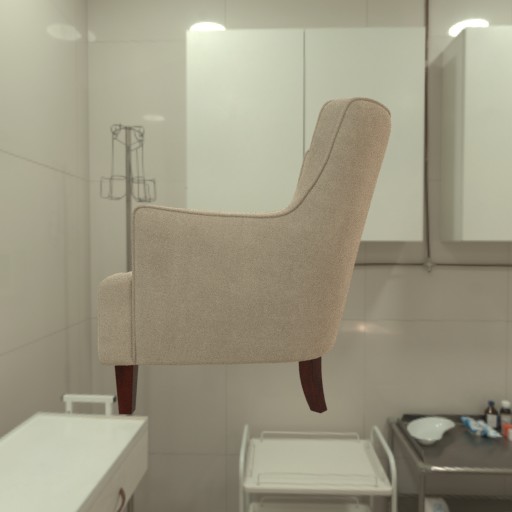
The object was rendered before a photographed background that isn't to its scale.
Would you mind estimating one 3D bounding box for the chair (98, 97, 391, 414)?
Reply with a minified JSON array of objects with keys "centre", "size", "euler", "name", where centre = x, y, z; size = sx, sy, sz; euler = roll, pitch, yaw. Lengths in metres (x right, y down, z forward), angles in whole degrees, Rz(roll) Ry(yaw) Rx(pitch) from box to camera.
[{"centre":[0.000,0.000,1.611],"size":[0.910,0.920,0.781],"euler":[0,2,2],"name":"chair"}]
